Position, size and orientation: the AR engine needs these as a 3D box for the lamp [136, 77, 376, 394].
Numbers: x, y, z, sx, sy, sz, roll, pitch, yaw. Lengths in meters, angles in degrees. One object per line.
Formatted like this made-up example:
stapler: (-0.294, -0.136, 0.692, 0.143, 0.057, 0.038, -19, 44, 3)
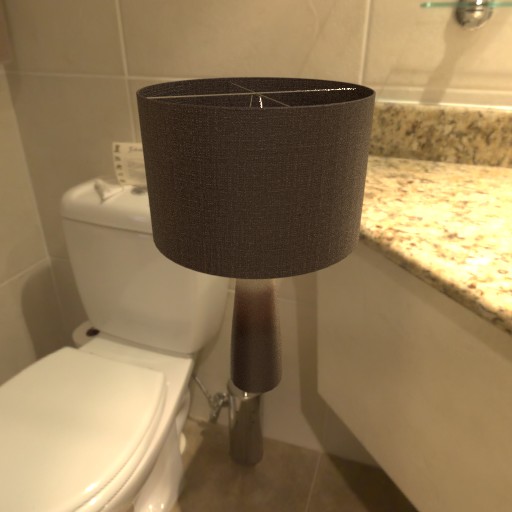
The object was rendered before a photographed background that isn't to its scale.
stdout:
lamp: (0.000, 0.000, 0.687, 0.303, 0.488, 0.303, 0, 27, 0)
